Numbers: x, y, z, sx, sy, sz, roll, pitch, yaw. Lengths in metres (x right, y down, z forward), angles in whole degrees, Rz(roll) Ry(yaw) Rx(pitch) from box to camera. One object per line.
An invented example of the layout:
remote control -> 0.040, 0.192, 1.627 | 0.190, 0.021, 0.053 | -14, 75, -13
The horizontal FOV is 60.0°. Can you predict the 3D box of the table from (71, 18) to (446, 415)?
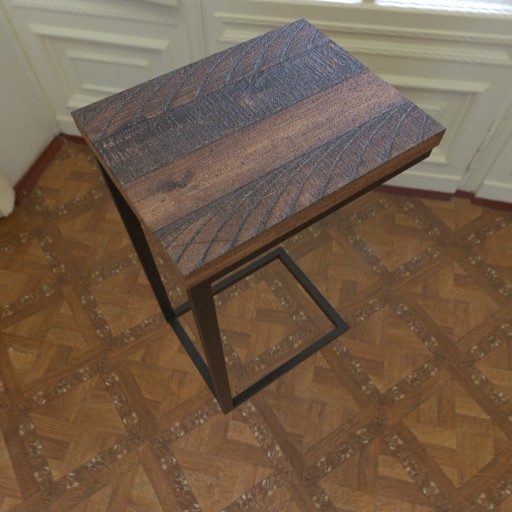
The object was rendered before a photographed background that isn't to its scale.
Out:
table -> 0.000, 0.000, 0.919 | 0.414, 0.718, 0.323 | -30, 63, -17
